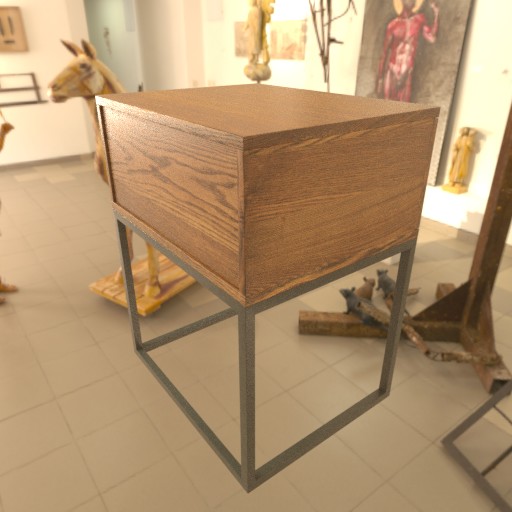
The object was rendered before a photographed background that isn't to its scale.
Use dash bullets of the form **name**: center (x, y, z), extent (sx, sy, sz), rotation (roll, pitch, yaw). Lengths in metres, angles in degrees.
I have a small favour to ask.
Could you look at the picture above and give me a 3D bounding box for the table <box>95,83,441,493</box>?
- **table**: center (0.000, 0.000, 0.911), extent (0.400, 0.610, 0.482), rotation (-19, 32, -33)
